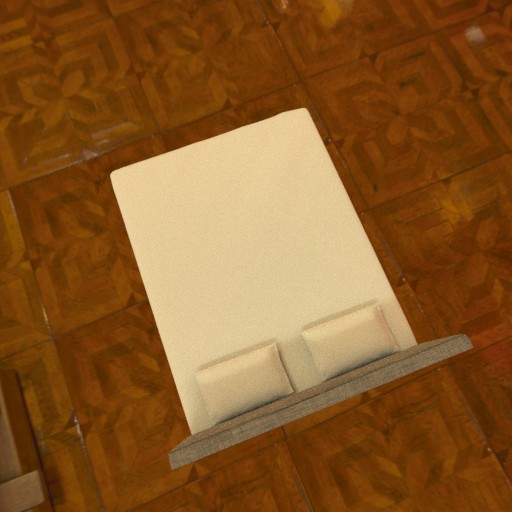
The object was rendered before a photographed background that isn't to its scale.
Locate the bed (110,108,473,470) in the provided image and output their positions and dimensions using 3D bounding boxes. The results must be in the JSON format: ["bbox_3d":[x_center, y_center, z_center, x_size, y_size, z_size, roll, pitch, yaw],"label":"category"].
[{"bbox_3d":[0.000,0.000,2.935,1.621,1.168,1.958,-20,75,-6],"label":"bed"}]
